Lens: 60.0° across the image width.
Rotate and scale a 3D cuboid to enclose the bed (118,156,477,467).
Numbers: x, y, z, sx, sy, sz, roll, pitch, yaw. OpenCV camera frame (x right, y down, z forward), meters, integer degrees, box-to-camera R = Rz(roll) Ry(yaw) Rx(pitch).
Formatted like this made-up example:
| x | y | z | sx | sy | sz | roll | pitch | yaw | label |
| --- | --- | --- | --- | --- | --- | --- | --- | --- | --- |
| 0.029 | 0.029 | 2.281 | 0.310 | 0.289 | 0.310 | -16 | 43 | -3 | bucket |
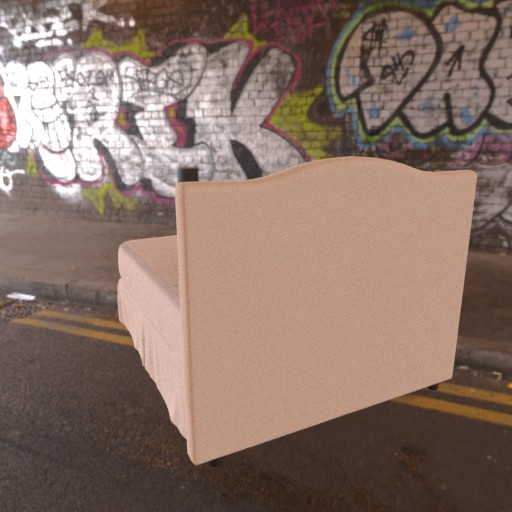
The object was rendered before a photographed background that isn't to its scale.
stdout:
| x | y | z | sx | sy | sz | roll | pitch | yaw | label |
| --- | --- | --- | --- | --- | --- | --- | --- | --- | --- |
| 0.000 | 0.000 | 3.193 | 1.753 | 1.460 | 2.143 | -7 | 16 | -26 | bed |
